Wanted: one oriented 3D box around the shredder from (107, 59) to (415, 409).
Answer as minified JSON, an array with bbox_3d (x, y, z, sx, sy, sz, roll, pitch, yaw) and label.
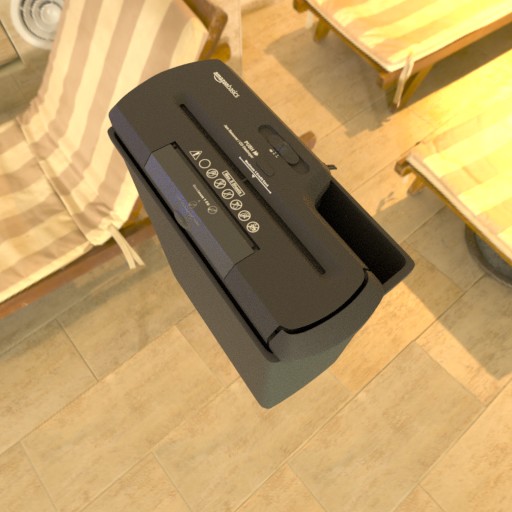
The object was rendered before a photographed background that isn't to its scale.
[{"bbox_3d":[0.000,0.000,0.523,0.170,0.335,0.320,-31,66,-16],"label":"shredder"}]
